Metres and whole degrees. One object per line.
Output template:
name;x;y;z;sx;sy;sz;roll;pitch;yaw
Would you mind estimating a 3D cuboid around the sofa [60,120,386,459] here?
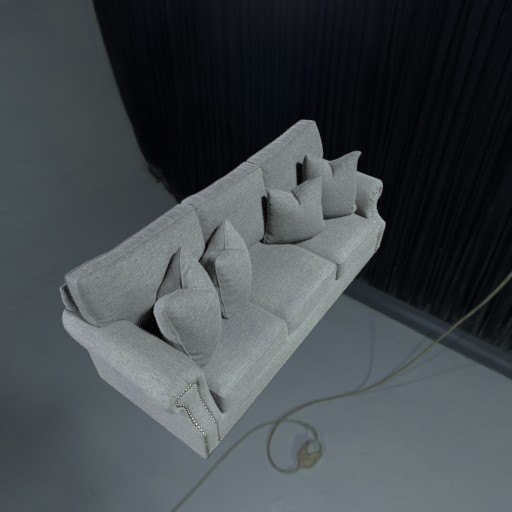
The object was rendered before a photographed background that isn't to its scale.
sofa;0.000;0.000;2.898;0.965;0.975;2.312;26;47;26
